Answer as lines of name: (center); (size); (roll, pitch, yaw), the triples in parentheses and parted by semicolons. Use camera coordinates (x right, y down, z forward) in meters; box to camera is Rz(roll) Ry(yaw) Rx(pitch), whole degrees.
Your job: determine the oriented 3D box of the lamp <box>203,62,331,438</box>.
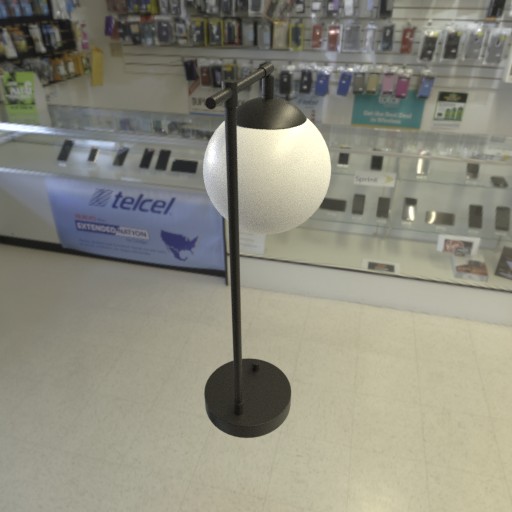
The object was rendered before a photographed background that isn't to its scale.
lamp: (0.000, 0.000, 0.703); (0.197, 0.559, 0.316); (9, 33, 14)
